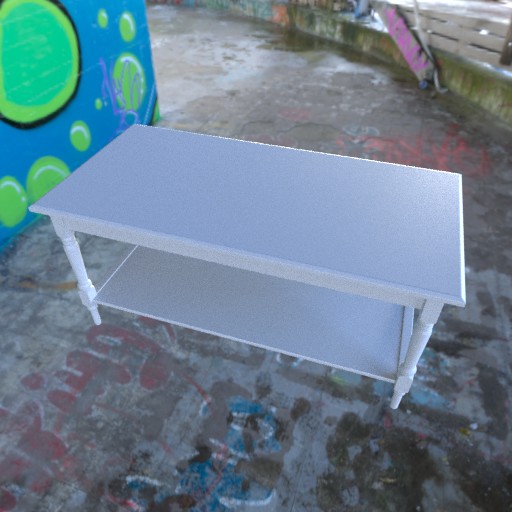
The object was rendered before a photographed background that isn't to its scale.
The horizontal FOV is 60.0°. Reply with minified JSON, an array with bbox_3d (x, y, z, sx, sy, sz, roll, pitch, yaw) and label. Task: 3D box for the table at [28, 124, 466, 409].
[{"bbox_3d":[0.000,0.000,1.419,1.109,0.506,0.551,12,42,14],"label":"table"}]
